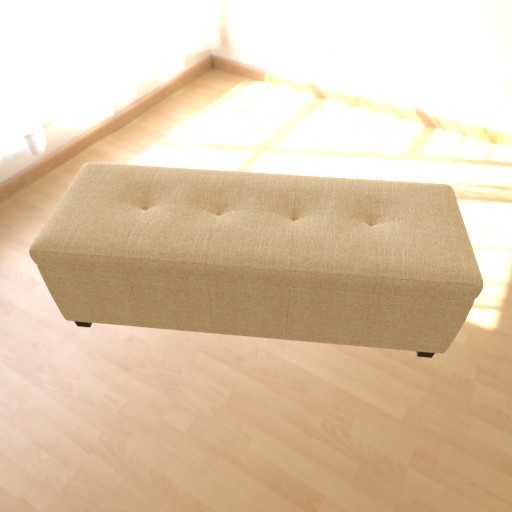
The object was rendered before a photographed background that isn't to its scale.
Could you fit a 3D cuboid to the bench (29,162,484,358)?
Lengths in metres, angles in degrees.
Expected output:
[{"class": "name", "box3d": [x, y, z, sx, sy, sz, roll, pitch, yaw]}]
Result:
[{"class": "bench", "box3d": [0.000, 0.000, 1.432, 1.219, 0.406, 0.432, 4, 46, 4]}]
